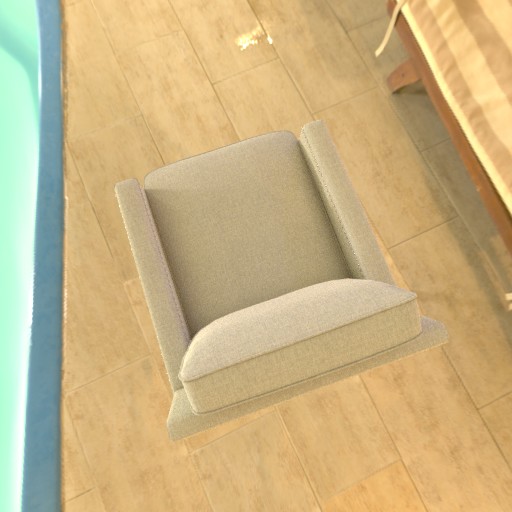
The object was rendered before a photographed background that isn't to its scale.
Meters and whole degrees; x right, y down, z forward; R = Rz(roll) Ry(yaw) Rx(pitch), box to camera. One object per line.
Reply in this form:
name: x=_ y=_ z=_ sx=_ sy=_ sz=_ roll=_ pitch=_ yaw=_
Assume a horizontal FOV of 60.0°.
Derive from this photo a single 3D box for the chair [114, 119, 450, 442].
chair: x=0.000 y=0.000 z=1.681 sx=0.853 sy=0.943 sz=1.014 roll=-19 pitch=76 yaw=-5
